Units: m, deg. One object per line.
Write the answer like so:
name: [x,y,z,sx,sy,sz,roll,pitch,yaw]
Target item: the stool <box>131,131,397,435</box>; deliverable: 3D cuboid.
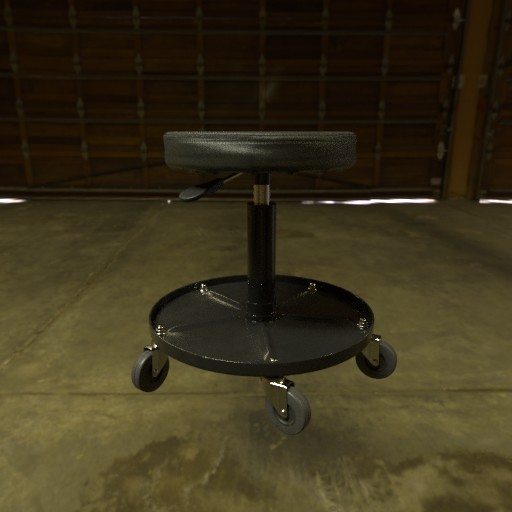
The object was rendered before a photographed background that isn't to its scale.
stool: [0.000,0.000,0.675,0.381,0.365,0.382,15,21,42]
